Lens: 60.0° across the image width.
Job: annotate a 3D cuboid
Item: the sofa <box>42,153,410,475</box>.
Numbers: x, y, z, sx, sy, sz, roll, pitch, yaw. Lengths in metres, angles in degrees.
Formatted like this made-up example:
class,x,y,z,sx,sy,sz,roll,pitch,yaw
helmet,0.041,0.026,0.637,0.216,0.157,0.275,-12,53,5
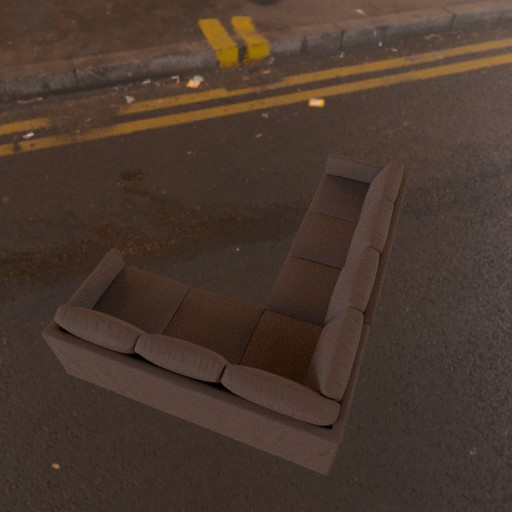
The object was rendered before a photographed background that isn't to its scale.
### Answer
class,x,y,z,sx,sy,sz,roll,pitch,yaw
sofa,0.000,0.000,4.369,2.432,0.871,3.182,16,50,14
